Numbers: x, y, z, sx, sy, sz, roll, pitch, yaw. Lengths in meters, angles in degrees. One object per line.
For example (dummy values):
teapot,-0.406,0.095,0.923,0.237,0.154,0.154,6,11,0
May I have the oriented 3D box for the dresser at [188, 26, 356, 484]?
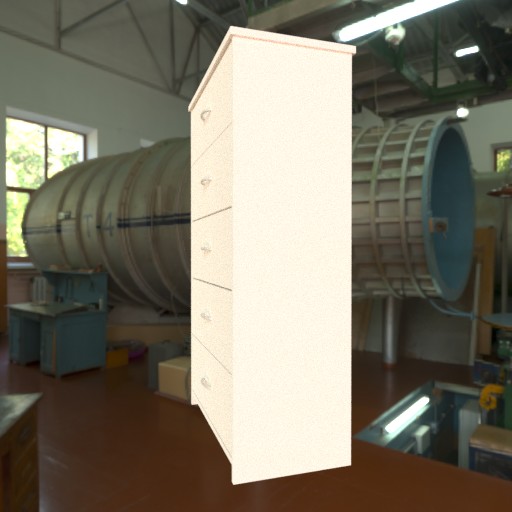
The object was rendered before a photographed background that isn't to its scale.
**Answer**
dresser,0.000,0.000,1.599,0.399,1.255,0.704,0,1,-18
